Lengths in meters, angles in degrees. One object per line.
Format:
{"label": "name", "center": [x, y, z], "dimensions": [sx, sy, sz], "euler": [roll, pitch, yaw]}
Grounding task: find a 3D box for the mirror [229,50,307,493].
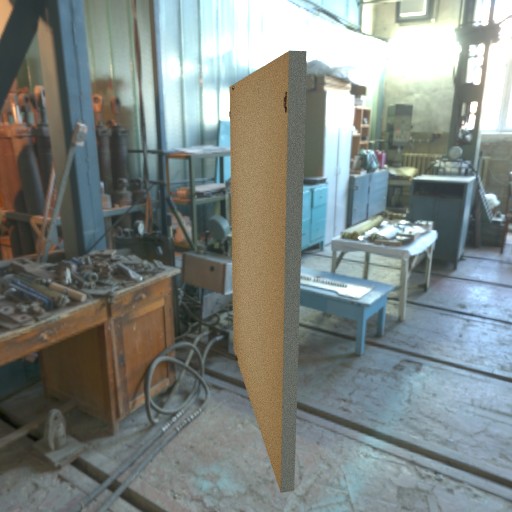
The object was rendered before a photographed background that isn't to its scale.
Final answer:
{"label": "mirror", "center": [0.000, 0.000, 1.329], "dimensions": [0.040, 1.016, 0.762], "euler": [-3, 16, -11]}
